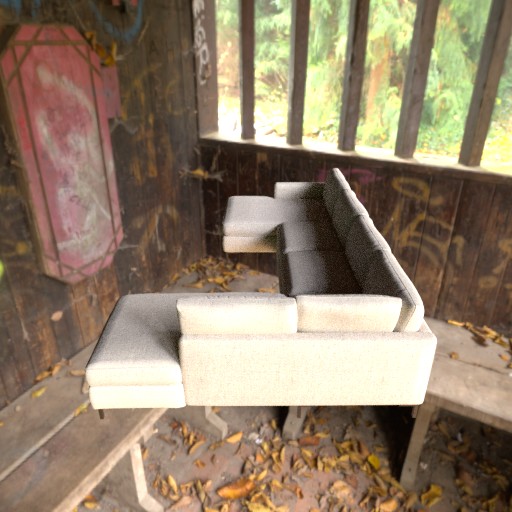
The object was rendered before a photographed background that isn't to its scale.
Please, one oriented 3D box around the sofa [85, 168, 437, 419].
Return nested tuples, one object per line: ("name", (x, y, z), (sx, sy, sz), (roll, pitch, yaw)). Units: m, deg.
("sofa", (0.000, 0.000, 3.560), (1.879, 0.756, 2.737), (0, 27, 0))
